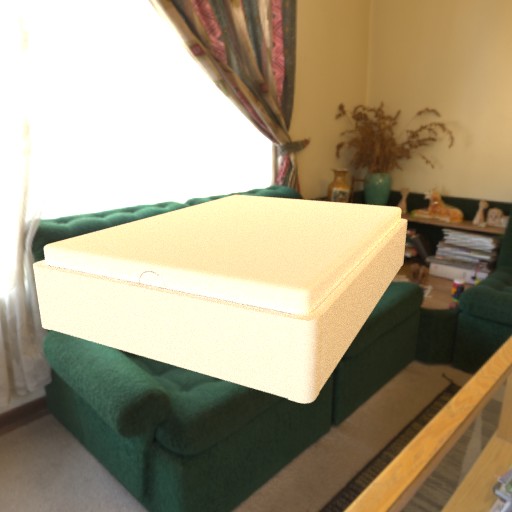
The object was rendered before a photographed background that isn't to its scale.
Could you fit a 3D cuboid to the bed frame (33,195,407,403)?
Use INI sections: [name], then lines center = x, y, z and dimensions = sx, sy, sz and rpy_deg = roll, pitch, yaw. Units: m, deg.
[bed frame]
center = 0.000, 0.000, 2.596
dimensions = 1.400, 0.406, 1.900
rpy_deg = 8, 18, 26
